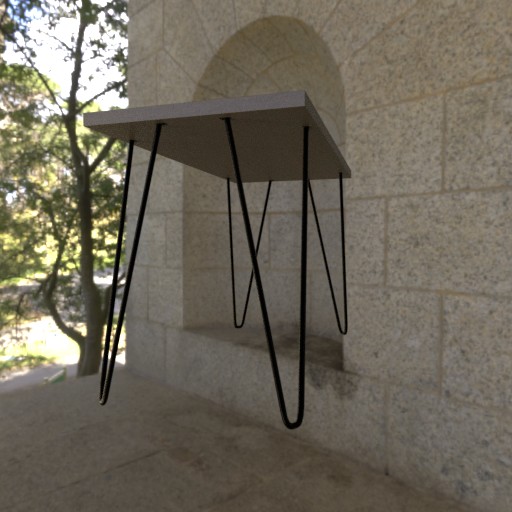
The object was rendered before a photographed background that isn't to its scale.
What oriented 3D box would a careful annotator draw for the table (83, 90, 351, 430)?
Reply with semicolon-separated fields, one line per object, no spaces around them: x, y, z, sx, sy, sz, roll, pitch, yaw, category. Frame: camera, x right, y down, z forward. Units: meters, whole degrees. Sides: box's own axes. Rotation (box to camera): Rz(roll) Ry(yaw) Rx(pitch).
0.000;0.000;1.394;0.499;0.660;0.991;1;2;17;table
